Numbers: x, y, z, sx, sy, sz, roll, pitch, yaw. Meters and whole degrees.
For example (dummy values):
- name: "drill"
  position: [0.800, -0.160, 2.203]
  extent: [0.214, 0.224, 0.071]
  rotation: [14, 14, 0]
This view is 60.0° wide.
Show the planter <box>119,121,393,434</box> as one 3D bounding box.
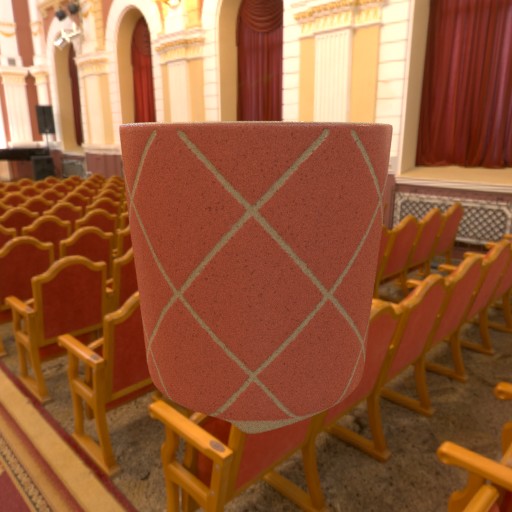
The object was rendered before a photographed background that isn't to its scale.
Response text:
- name: "planter"
  position: [0.000, 0.000, 0.414]
  extent: [0.227, 0.235, 0.227]
  rotation: [0, 15, 0]
